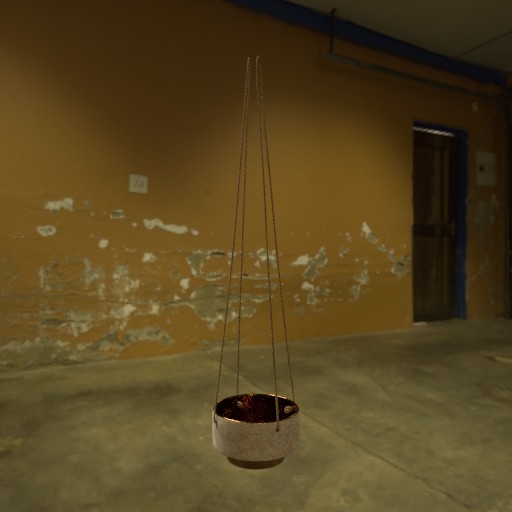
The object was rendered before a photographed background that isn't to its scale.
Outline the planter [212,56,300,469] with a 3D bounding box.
[{"bbox_3d":[0.000,0.000,1.143,0.223,1.030,0.223,0,0,18],"label":"planter"}]
